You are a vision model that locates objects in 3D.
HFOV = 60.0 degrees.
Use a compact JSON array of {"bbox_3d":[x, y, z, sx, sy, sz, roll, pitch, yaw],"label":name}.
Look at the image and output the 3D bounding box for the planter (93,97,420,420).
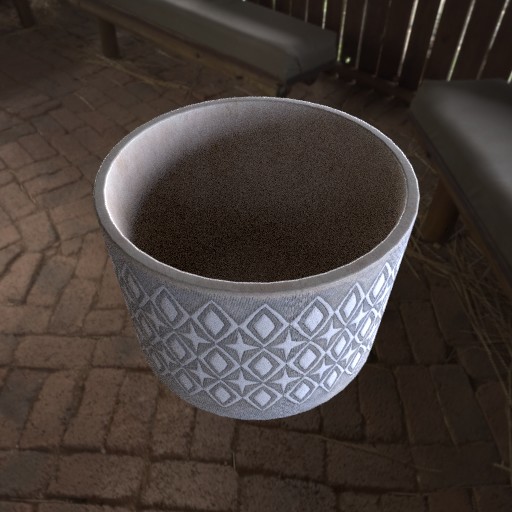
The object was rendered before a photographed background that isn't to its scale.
[{"bbox_3d":[0.000,0.000,0.275,0.164,0.127,0.164,0,46,0],"label":"planter"}]
